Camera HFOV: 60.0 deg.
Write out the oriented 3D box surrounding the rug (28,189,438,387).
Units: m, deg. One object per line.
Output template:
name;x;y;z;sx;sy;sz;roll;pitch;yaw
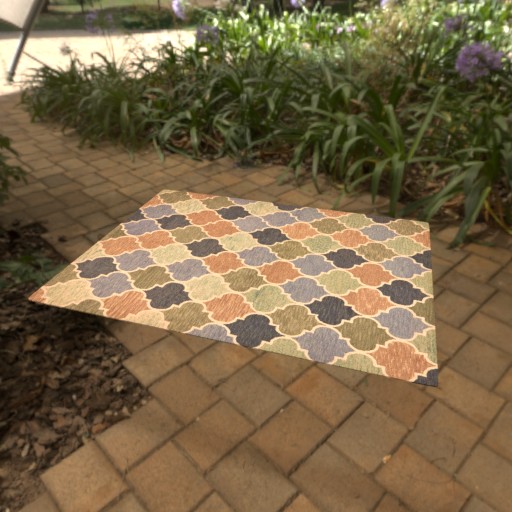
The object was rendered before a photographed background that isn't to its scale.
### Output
rug;0.000;0.000;4.243;3.200;0.013;2.439;9;32;15
